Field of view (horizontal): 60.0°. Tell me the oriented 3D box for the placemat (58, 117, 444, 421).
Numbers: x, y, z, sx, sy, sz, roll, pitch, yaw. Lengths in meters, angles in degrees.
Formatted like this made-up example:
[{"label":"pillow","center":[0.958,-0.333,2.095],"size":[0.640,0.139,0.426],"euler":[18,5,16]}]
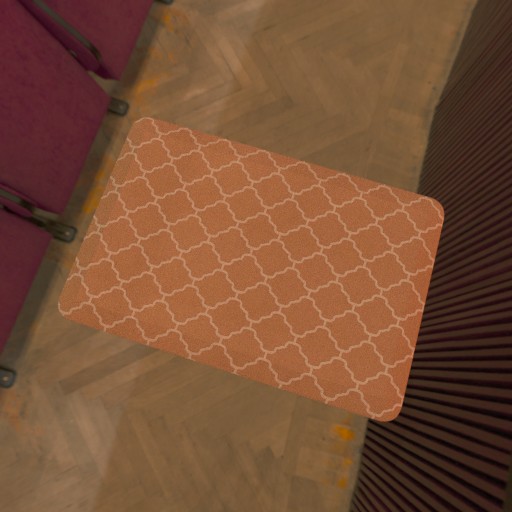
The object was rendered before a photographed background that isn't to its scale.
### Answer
[{"label":"placemat","center":[0.000,0.000,0.980],"size":[0.762,0.021,0.508],"euler":[17,77,4]}]
